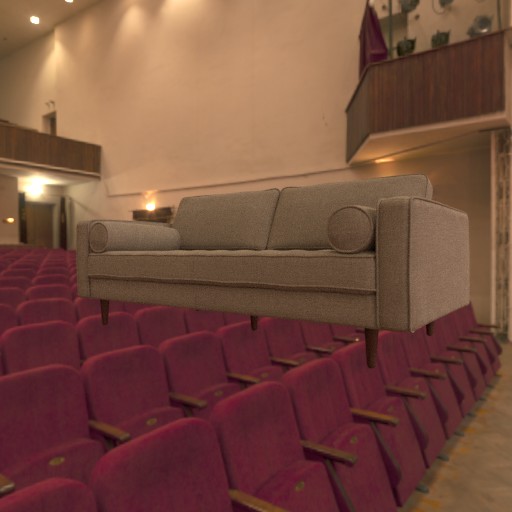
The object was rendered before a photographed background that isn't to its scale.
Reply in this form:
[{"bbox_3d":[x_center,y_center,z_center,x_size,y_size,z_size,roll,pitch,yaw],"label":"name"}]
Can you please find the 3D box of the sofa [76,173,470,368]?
[{"bbox_3d":[0.000,0.000,2.279,1.879,0.762,0.914,0,1,36],"label":"sofa"}]
